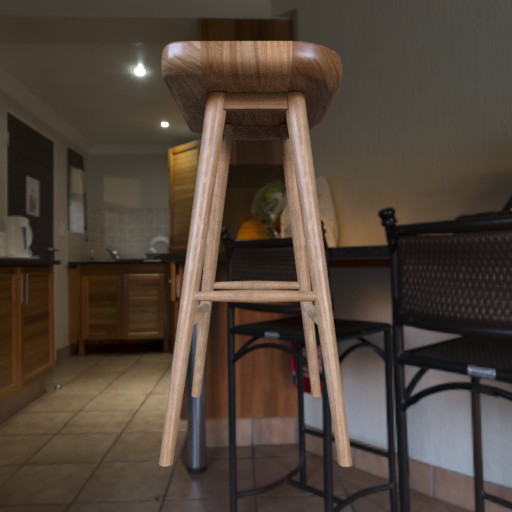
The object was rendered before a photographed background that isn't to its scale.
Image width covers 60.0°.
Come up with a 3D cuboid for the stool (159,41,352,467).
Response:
[{"bbox_3d":[0.000,0.000,0.922,0.322,0.698,0.407,0,0,0],"label":"stool"}]
